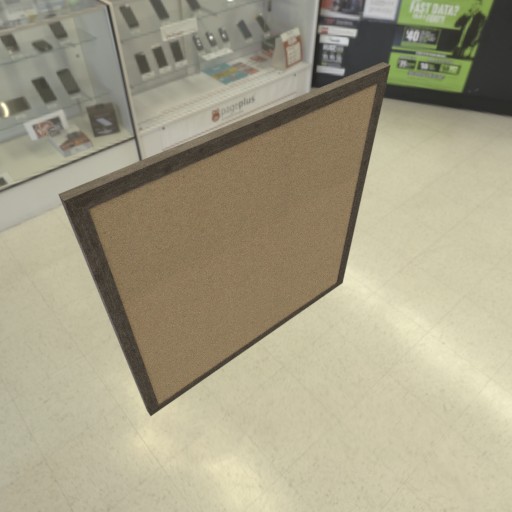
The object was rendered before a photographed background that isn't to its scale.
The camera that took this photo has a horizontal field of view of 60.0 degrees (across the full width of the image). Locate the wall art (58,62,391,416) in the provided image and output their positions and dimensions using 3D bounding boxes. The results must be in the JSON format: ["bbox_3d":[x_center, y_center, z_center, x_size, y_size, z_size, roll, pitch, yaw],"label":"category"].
[{"bbox_3d":[0.000,0.000,0.669,0.457,0.457,0.013,-30,54,-26],"label":"wall art"}]
